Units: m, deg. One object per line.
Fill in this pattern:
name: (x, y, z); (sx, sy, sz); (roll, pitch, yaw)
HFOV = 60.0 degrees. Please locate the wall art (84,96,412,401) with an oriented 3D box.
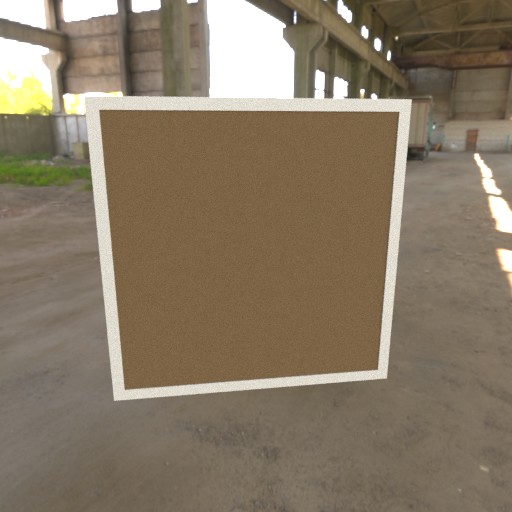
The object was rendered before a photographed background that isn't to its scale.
wall art: (0.000, 0.000, 1.206); (0.812, 0.812, 0.015); (-2, 16, -8)
